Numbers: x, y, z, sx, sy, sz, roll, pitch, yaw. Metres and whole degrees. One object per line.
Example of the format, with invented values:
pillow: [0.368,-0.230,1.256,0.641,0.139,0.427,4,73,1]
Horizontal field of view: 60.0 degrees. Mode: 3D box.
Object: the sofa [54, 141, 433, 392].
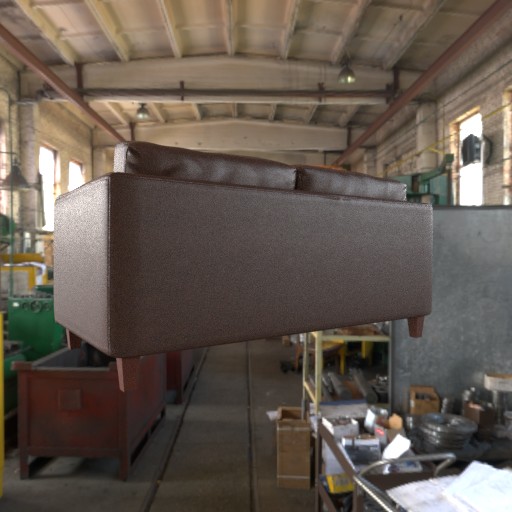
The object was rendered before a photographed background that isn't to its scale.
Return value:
sofa: [0.000,0.000,2.398,1.883,0.933,0.951,-1,1,-35]
